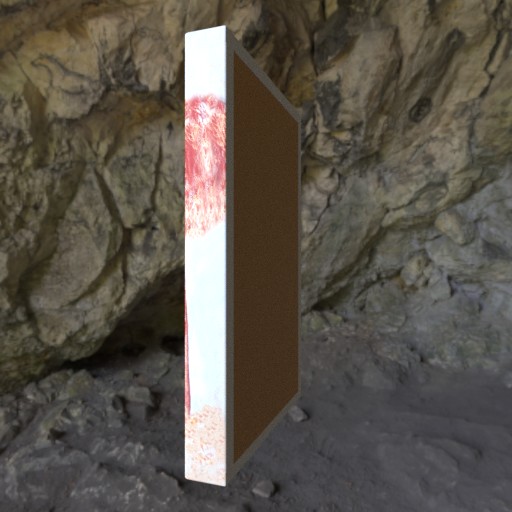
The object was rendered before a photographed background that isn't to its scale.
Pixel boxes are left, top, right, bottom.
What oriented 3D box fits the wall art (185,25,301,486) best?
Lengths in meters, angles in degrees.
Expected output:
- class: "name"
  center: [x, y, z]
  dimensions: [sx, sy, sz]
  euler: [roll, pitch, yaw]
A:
- class: "wall art"
  center: [0.000, 0.000, 0.488]
  dimensions: [0.039, 0.380, 0.251]
  euler: [0, 0, 20]
